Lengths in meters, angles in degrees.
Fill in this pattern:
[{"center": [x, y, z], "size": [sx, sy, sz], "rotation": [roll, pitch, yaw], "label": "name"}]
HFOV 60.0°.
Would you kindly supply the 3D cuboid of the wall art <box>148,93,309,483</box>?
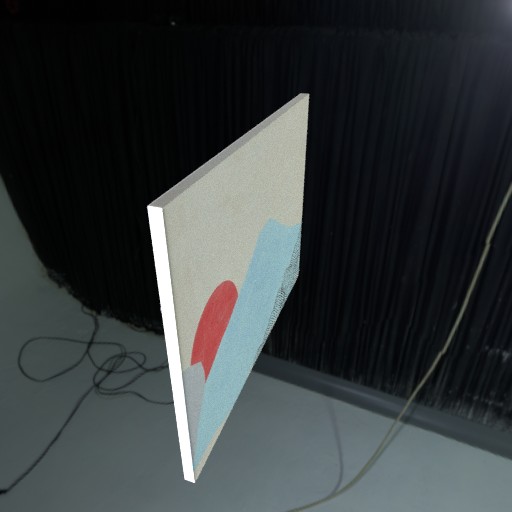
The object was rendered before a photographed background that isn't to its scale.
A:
[{"center": [0.000, 0.000, 1.610], "size": [0.042, 0.912, 1.219], "rotation": [10, 32, 17], "label": "wall art"}]
